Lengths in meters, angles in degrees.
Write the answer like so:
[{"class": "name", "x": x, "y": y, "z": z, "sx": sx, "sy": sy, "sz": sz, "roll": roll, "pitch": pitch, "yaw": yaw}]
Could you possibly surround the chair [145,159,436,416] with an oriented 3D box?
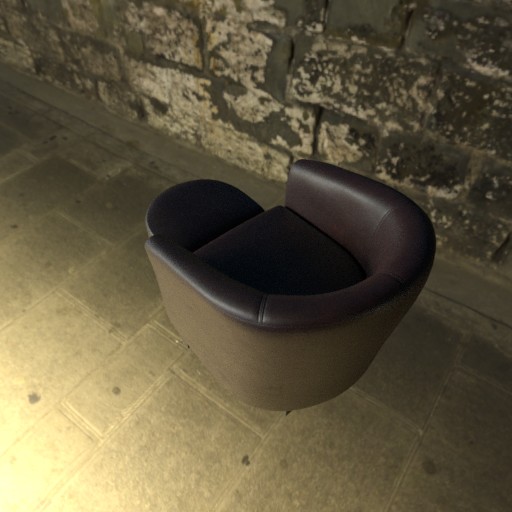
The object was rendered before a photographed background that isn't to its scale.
[{"class": "chair", "x": 0.000, "y": 0.000, "z": 1.642, "sx": 0.737, "sy": 0.755, "sz": 1.176, "roll": -32, "pitch": 55, "yaw": -26}]
